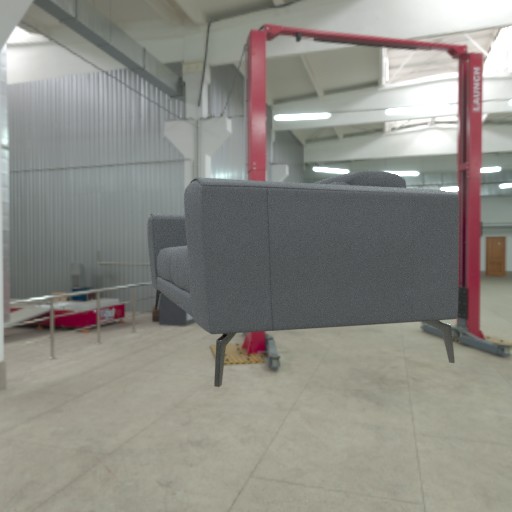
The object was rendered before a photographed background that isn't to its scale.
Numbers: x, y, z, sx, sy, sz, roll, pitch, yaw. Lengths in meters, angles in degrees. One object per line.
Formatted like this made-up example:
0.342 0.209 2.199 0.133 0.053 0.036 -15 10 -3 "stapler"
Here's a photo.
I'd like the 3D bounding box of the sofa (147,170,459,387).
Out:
0.000 0.000 2.377 1.003 0.779 1.895 0 1 -18 "sofa"
